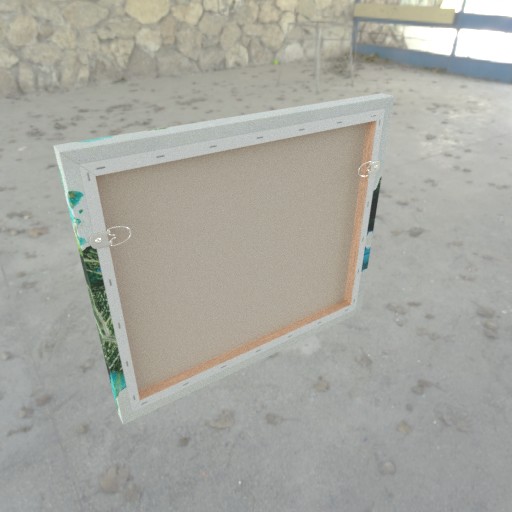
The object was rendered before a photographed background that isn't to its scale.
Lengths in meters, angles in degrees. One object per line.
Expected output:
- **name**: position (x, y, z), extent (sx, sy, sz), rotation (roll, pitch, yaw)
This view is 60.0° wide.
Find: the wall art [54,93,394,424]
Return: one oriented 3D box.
- **wall art**: position (0.000, 0.000, 0.985), extent (0.711, 0.610, 0.043), rotation (-19, 36, -28)
